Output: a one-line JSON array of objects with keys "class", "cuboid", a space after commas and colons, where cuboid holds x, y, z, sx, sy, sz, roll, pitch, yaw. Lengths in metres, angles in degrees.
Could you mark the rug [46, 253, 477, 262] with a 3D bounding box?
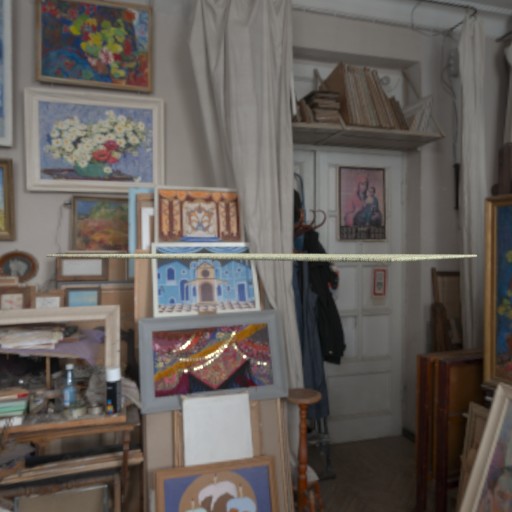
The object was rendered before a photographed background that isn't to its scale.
[{"class": "rug", "cuboid": [0.000, 0.000, 2.272, 1.846, 0.014, 1.243, 1, 1, 36]}]
